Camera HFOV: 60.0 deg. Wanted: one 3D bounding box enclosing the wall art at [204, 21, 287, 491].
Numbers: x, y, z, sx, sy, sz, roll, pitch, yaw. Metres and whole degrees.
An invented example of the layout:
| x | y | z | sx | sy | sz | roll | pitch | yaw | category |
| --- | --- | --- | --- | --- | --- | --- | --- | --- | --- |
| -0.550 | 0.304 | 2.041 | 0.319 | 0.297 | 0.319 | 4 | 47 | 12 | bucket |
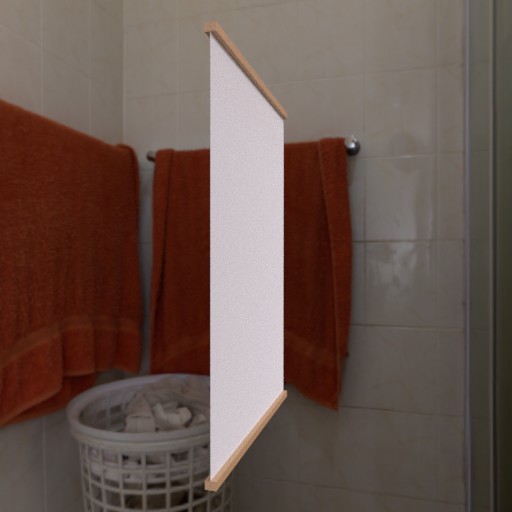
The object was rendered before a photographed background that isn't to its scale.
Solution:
| x | y | z | sx | sy | sz | roll | pitch | yaw | category |
| --- | --- | --- | --- | --- | --- | --- | --- | --- | --- |
| 0.000 | 0.000 | 0.643 | 0.013 | 0.510 | 0.335 | 0 | 1 | 17 | wall art |
